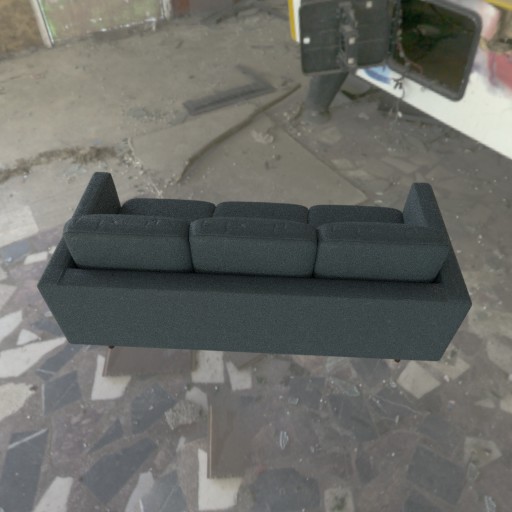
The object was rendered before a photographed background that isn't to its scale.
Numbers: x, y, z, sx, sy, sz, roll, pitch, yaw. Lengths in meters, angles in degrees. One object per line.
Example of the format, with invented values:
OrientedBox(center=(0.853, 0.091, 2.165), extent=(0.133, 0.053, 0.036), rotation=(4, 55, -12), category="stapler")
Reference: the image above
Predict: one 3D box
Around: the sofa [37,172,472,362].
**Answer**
OrientedBox(center=(0.000, 0.000, 2.523), extent=(2.013, 0.945, 0.935), rotation=(2, 47, 2), category="sofa")
